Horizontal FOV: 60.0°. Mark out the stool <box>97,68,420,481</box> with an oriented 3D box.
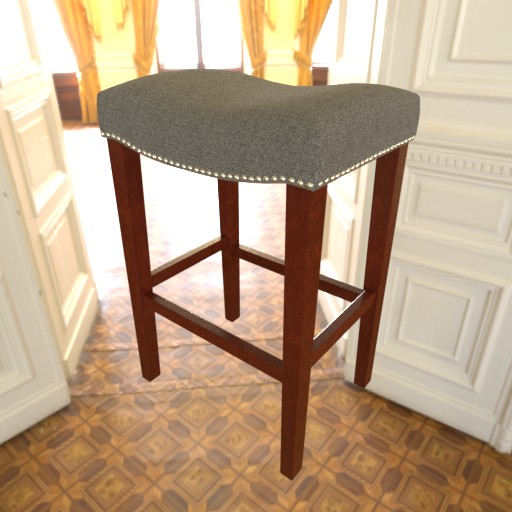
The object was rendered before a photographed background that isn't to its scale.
[{"bbox_3d":[0.000,0.000,0.989,0.504,0.742,0.372,21,35,33],"label":"stool"}]
